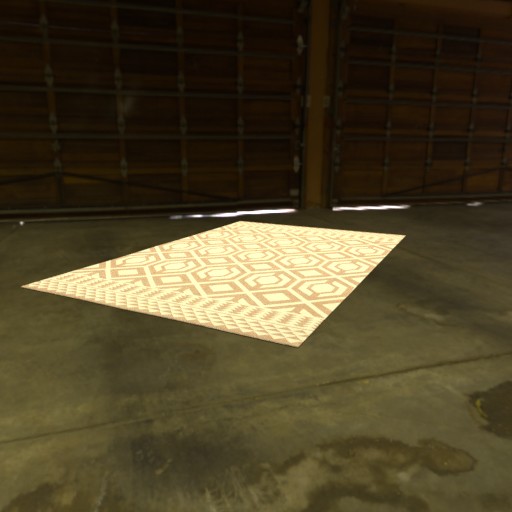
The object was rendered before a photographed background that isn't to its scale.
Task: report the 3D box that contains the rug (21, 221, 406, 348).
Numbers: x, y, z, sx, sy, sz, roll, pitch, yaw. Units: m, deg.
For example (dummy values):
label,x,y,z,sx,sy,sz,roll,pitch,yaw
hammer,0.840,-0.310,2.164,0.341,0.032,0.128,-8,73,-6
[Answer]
label,x,y,z,sx,sy,sz,roll,pitch,yaw
rug,0.000,0.000,2.329,1.219,0.008,1.829,7,16,26
